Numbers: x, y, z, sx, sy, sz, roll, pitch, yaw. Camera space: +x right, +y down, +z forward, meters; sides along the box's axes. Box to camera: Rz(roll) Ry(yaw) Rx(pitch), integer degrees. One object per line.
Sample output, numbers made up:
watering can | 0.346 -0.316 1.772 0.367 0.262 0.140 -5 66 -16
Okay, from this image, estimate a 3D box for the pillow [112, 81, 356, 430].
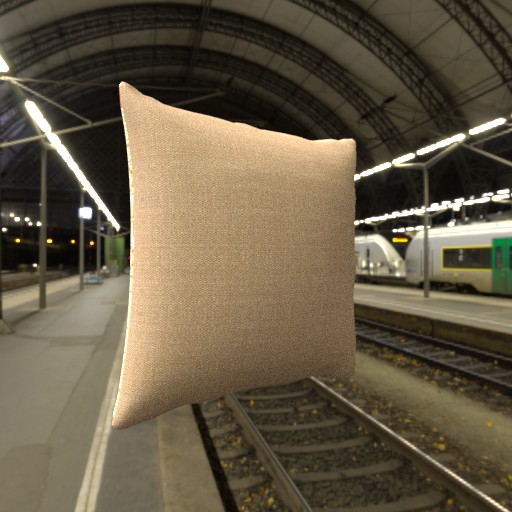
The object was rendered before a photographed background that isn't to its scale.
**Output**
pillow | 0.000 0.000 0.808 0.521 0.519 0.215 0 -1 -36
